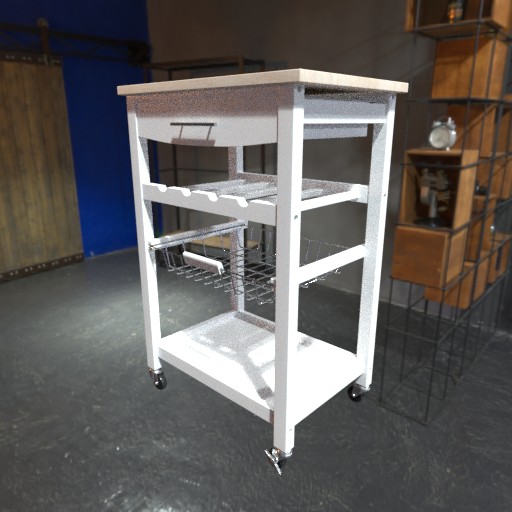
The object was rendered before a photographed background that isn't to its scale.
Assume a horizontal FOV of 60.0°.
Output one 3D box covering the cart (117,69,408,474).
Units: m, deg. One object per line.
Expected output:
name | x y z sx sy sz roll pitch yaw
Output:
cart | 0.000 0.000 1.187 0.578 0.857 0.406 15 23 41
